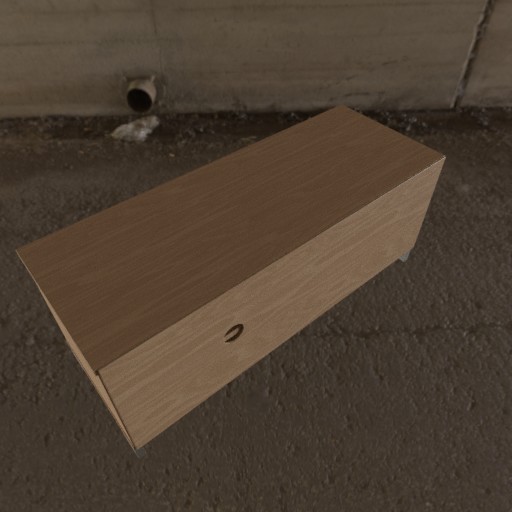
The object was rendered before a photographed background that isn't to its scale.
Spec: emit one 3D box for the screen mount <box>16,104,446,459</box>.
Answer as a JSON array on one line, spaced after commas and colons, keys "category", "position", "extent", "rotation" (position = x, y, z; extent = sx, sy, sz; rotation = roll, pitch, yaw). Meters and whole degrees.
[{"category": "screen mount", "position": [0.000, 0.000, 1.293], "extent": [1.084, 0.432, 0.406], "rotation": [-31, 53, -27]}]
